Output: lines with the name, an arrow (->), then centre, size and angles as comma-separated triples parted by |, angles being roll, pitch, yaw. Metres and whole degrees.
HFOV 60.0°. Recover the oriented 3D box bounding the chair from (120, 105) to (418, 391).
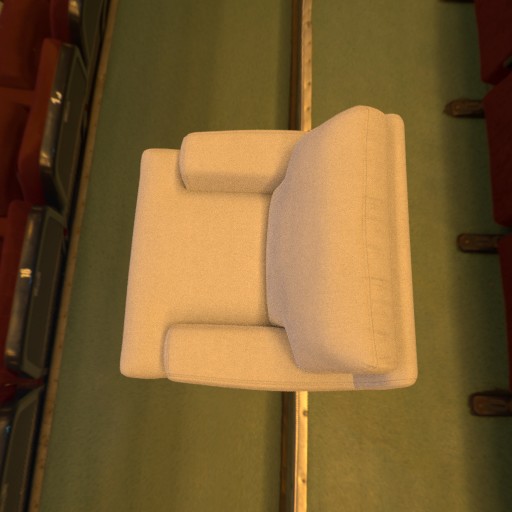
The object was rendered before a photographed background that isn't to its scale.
chair -> 0.000, 0.000, 1.966 | 1.158, 0.930, 1.140 | 2, 76, 0
